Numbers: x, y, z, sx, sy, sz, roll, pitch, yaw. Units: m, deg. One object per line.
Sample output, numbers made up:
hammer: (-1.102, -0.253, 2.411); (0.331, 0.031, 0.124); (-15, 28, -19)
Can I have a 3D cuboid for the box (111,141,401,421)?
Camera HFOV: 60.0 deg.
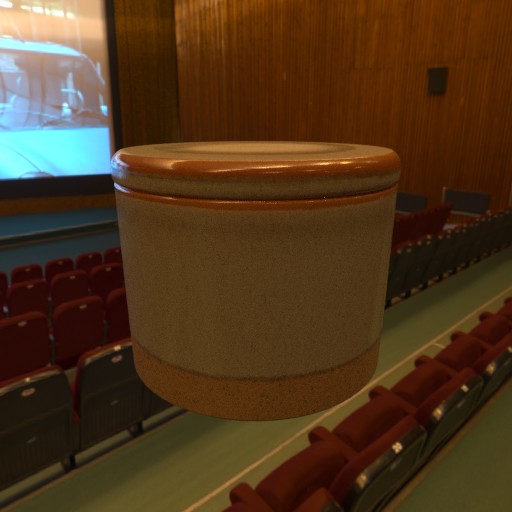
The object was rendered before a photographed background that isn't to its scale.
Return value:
box: (0.000, 0.000, 0.210); (0.123, 0.100, 0.123); (0, 17, 0)
